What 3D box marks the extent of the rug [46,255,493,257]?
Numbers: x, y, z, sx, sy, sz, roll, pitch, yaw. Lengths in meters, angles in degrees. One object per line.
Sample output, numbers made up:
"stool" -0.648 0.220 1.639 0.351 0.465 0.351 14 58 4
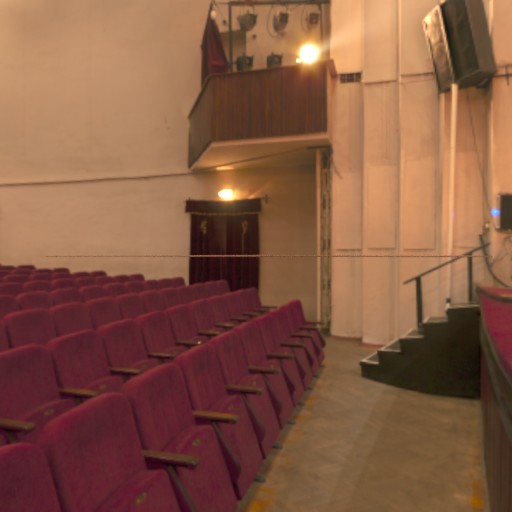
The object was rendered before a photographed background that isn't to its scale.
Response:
"rug" 0.000 0.000 2.643 2.390 0.014 0.741 0 0 16
